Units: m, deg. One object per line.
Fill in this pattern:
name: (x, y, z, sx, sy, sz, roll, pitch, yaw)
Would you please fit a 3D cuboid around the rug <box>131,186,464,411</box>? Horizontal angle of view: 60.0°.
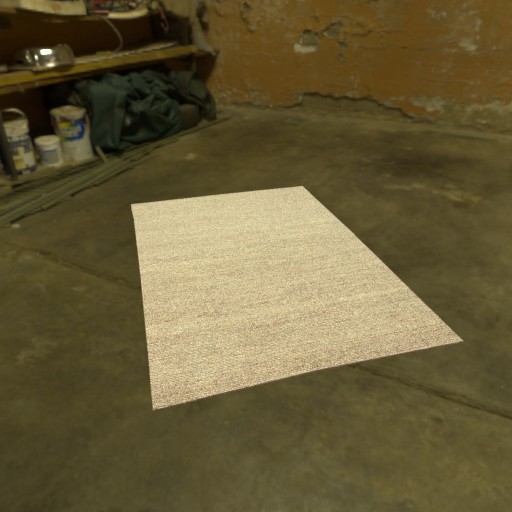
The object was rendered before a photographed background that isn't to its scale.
rug: (0.000, 0.000, 3.094, 1.609, 0.030, 2.342, -8, 31, -14)
